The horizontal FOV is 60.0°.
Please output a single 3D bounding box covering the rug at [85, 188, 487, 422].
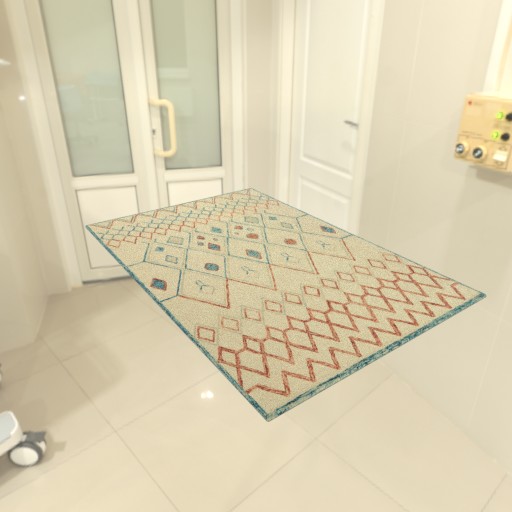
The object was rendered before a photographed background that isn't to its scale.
[{"bbox_3d":[0.000,0.000,2.317,1.219,0.016,1.829,-18,32,-31],"label":"rug"}]
